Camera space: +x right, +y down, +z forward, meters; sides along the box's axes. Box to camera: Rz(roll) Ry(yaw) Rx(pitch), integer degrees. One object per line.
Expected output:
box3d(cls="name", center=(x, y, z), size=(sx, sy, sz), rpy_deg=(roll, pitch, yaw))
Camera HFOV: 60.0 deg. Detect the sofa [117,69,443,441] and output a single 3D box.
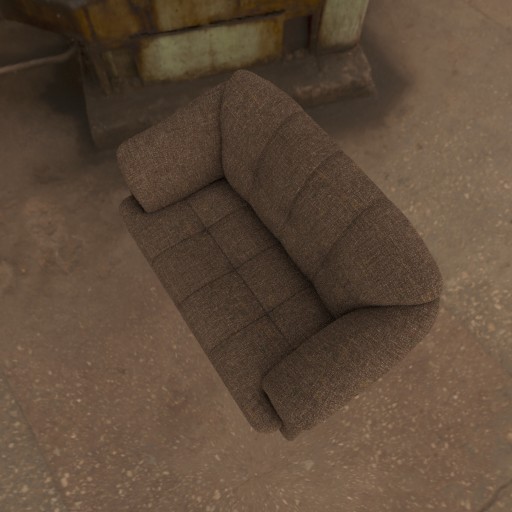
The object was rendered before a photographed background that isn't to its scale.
box3d(cls="sofa", center=(0.000, 0.000, 1.929), size=(0.799, 0.895, 1.404), rpy_deg=(-31, 68, -14))
